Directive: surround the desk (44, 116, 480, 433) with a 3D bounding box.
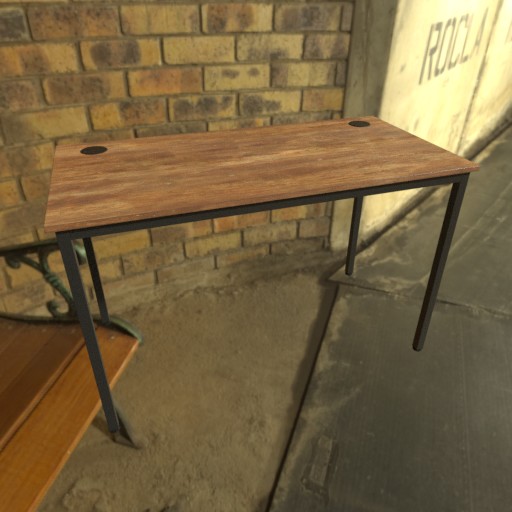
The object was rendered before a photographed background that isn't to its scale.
[{"bbox_3d":[0.000,0.000,1.586,1.200,0.749,0.600,-10,33,-16],"label":"desk"}]
